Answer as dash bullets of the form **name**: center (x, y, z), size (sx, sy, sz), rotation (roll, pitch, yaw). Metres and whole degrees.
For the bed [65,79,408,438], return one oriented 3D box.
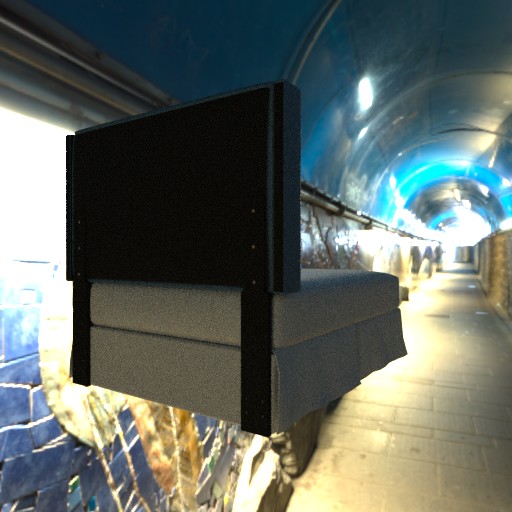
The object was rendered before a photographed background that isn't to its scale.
- **bed**: center (0.000, 0.000, 3.340), size (1.719, 1.665, 2.078), rotation (0, 1, 34)
